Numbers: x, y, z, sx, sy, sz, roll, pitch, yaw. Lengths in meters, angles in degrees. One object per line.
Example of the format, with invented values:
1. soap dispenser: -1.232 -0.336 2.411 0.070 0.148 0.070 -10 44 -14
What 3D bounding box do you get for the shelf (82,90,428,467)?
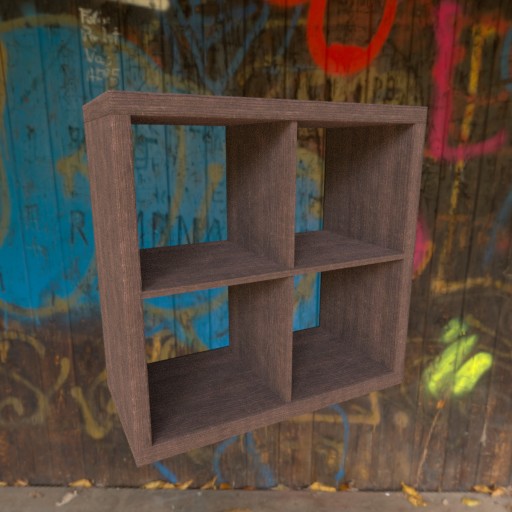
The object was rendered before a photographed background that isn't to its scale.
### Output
1. shelf: 0.000 0.000 1.227 0.790 0.786 0.390 -7 16 -26
